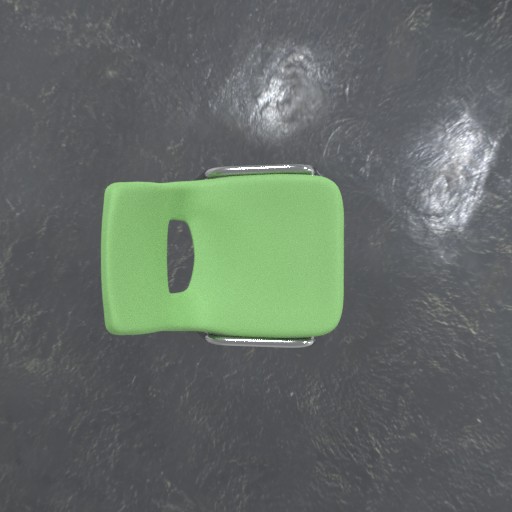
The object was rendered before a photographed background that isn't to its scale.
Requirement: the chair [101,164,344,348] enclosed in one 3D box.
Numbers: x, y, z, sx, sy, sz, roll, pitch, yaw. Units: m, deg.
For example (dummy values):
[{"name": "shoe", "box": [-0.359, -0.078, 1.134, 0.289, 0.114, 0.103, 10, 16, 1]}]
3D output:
[{"name": "chair", "box": [0.000, 0.000, 0.937, 0.436, 0.653, 0.381, 0, 91, 0]}]
